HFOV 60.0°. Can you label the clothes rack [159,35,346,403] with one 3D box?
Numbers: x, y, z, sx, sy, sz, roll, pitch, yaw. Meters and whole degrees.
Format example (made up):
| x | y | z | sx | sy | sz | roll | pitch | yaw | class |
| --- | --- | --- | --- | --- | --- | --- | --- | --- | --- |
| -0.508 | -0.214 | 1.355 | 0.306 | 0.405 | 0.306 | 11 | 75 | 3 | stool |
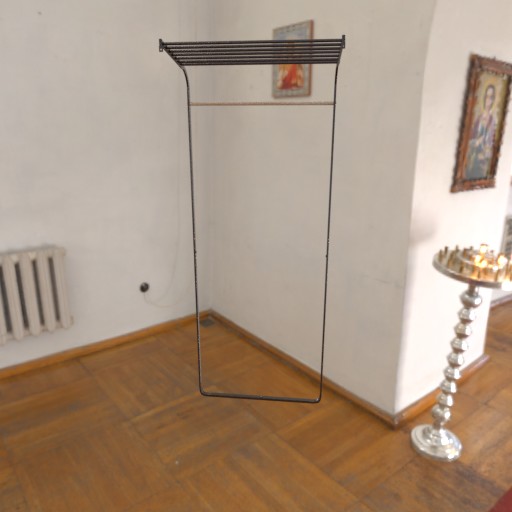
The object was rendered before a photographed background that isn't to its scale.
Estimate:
| x | y | z | sx | sy | sz | roll | pitch | yaw | class |
| --- | --- | --- | --- | --- | --- | --- | --- | --- | --- |
| 0.000 | 0.000 | 1.816 | 0.609 | 1.574 | 0.349 | 2 | 17 | 6 | clothes rack |
